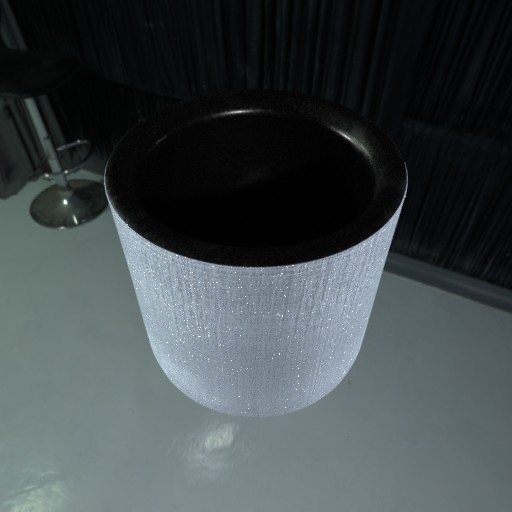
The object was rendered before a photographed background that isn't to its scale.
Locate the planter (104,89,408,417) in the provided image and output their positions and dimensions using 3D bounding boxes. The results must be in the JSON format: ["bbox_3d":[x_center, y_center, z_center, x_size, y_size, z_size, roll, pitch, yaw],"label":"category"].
[{"bbox_3d":[0.000,0.000,0.290,0.160,0.156,0.160,0,47,0],"label":"planter"}]
